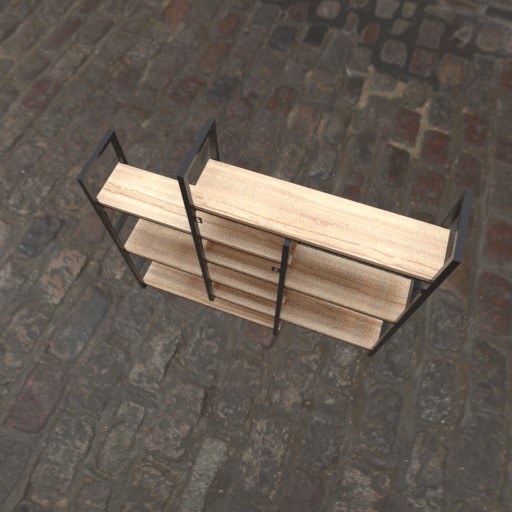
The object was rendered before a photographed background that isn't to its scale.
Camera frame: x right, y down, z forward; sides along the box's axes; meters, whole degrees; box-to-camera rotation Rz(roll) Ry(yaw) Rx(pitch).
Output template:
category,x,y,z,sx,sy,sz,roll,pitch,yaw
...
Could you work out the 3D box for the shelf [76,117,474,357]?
category,x,y,z,sx,sy,sz,roll,pitch,yaw
shelf,0.000,0.000,1.403,0.946,0.921,0.183,18,65,9
